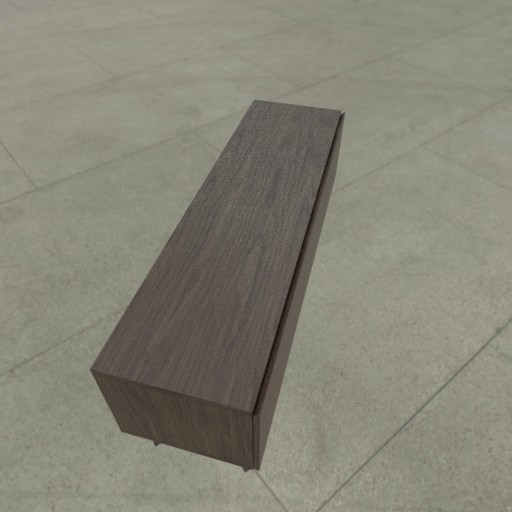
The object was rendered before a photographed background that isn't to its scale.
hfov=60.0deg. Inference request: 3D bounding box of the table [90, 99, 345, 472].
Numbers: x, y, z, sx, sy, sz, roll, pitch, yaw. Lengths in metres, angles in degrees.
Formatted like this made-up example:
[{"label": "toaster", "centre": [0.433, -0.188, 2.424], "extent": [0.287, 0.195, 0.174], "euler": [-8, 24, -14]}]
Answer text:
[{"label": "table", "centre": [0.000, 0.000, 1.631], "extent": [0.405, 0.508, 1.397], "euler": [11, 46, 11]}]
